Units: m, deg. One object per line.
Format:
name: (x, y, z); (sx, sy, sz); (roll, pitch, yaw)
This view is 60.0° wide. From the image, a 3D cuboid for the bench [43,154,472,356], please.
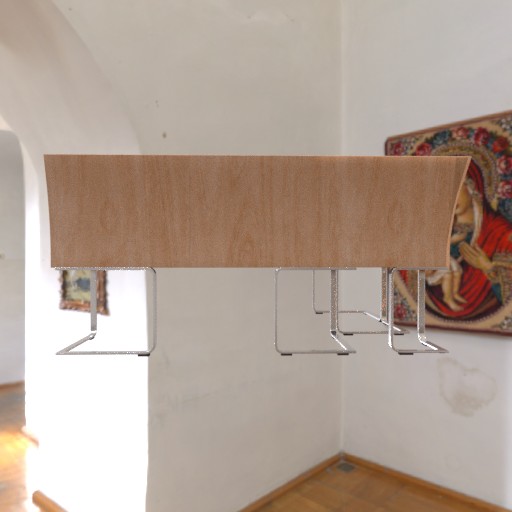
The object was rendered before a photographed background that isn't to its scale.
bench: (0.000, 0.000, 2.763); (1.945, 0.930, 1.495); (0, 1, -1)
